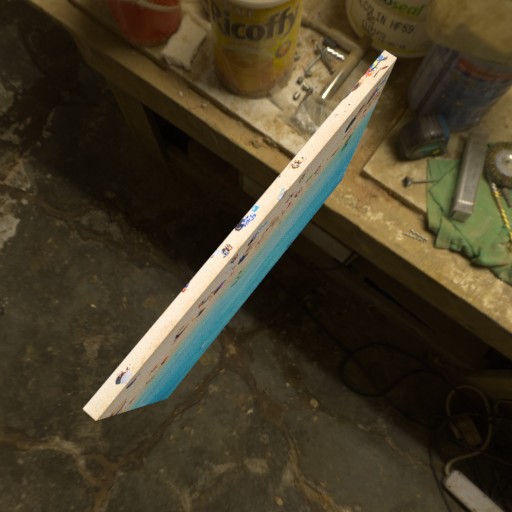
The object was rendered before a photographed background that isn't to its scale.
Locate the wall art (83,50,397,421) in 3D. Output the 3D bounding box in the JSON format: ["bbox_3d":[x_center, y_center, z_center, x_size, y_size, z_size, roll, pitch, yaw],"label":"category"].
[{"bbox_3d":[0.000,0.000,1.416,0.040,0.769,1.136,37,79,9],"label":"wall art"}]
